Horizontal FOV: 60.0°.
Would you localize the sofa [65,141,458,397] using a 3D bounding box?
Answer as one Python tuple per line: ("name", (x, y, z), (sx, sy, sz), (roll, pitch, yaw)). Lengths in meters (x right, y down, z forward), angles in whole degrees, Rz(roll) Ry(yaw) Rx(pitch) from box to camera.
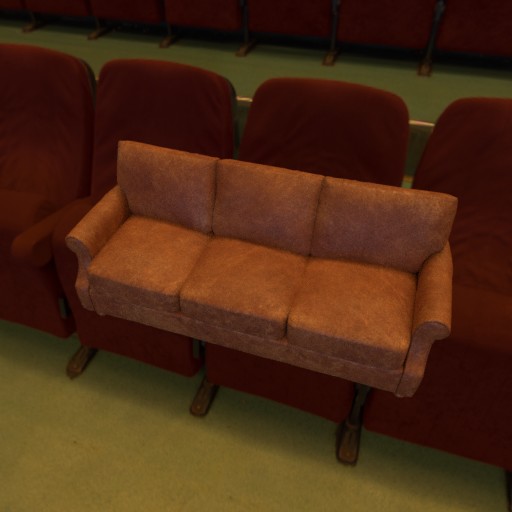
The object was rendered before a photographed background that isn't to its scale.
("sofa", (0.000, 0.000, 2.848), (2.351, 0.977, 0.973), (12, 44, 13))
